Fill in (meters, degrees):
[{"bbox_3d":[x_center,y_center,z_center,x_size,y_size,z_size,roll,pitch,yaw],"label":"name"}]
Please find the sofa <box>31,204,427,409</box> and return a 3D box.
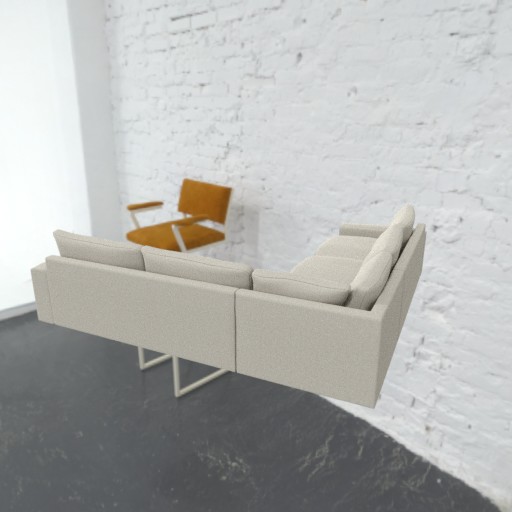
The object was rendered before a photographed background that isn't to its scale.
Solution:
[{"bbox_3d":[0.000,0.000,4.815,3.206,0.918,3.066,8,19,24],"label":"sofa"}]
